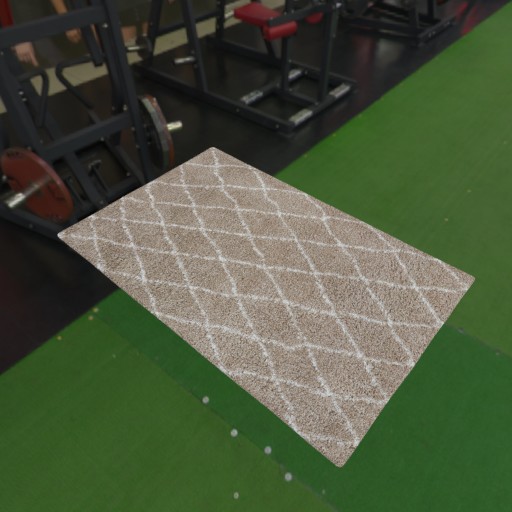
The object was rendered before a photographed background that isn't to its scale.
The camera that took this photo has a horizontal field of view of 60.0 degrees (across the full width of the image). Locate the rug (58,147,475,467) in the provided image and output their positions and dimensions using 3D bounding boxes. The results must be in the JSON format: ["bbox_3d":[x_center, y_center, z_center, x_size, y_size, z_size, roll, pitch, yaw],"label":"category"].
[{"bbox_3d":[0.000,0.000,3.427,2.743,0.030,1.778,32,53,28],"label":"rug"}]
